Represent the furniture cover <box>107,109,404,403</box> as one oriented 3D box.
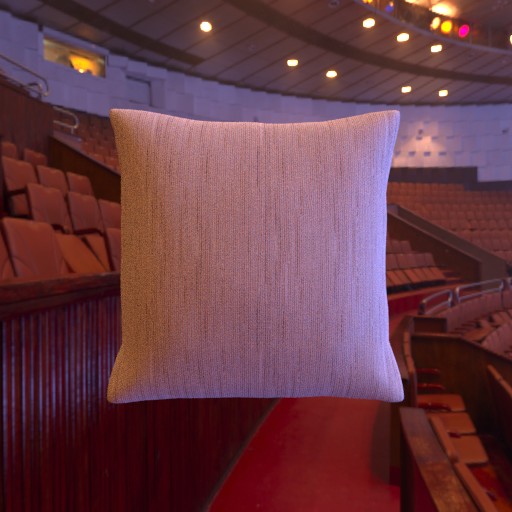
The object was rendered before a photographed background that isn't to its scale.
[{"bbox_3d":[0.000,0.000,0.766,0.512,0.506,0.178,0,1,-1],"label":"furniture cover"}]
